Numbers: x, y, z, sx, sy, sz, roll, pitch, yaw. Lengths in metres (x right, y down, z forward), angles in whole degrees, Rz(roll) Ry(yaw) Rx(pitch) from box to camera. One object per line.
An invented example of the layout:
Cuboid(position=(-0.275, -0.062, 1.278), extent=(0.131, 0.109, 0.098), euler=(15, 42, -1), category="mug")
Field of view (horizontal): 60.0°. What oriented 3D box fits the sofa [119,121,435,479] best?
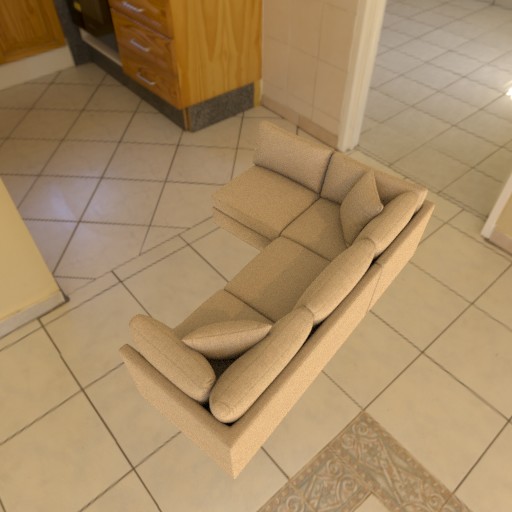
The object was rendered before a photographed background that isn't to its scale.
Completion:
Cuboid(position=(0.000, 0.000, 3.957), extent=(1.994, 0.978, 2.896), euler=(31, 54, 26), category="sofa")
